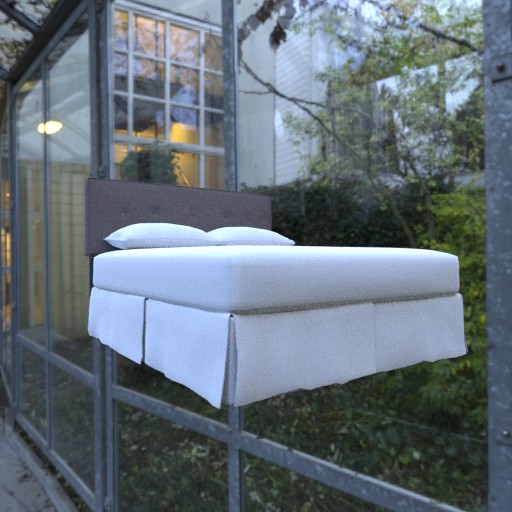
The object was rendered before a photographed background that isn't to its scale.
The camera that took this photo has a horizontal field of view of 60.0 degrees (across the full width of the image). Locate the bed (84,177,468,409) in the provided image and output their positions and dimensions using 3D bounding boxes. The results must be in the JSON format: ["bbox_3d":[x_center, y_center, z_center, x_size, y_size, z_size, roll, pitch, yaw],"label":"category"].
[{"bbox_3d":[0.000,0.000,2.752,1.610,1.089,1.894,0,0,-35],"label":"bed"}]
